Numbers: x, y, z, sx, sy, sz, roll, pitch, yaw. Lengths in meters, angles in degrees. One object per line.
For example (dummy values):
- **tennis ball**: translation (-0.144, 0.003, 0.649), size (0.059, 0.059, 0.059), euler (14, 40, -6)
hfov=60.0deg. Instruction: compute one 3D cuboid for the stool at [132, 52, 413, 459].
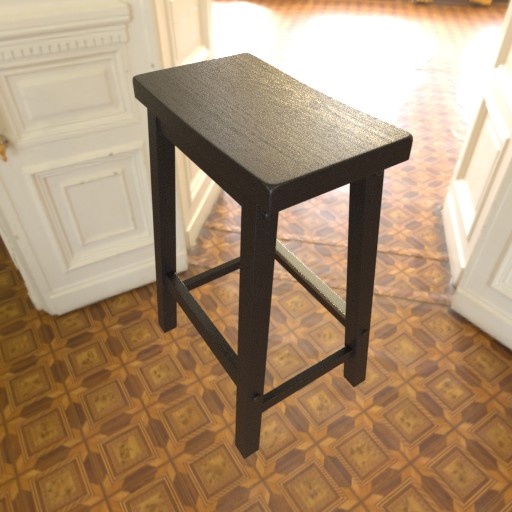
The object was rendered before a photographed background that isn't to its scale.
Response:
- **stool**: translation (0.000, 0.000, 0.856), size (0.322, 0.610, 0.406), euler (-24, 47, -24)
